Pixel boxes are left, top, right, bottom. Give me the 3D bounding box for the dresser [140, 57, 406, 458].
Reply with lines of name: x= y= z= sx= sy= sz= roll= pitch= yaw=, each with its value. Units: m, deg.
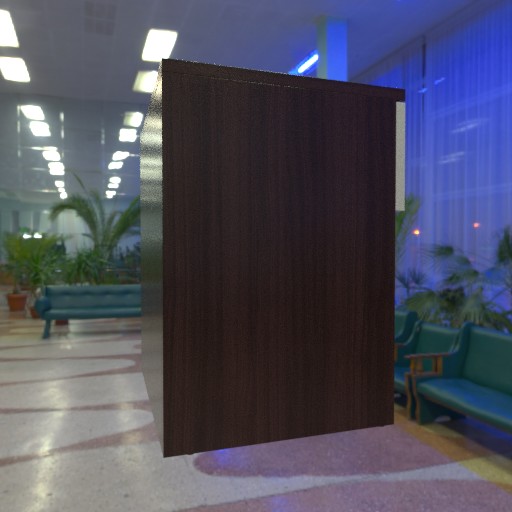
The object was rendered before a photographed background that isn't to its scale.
dresser: x=0.000 y=0.000 z=0.763 sx=0.360 sy=0.470 sz=0.400 roll=0 pitch=1 yaw=-18
